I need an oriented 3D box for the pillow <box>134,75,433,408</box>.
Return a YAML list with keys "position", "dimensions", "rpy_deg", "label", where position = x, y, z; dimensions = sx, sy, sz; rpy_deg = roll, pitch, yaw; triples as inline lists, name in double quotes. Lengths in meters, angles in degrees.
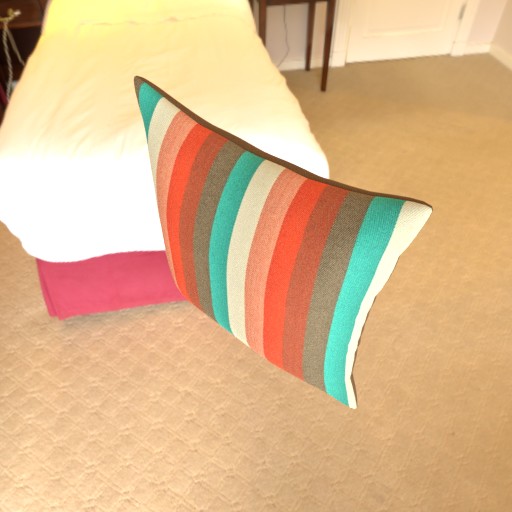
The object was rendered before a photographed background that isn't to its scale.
- position: [0.000, 0.000, 0.689]
  dimensions: [0.453, 0.443, 0.168]
  rpy_deg: [32, 54, 27]
  label: "pillow"
